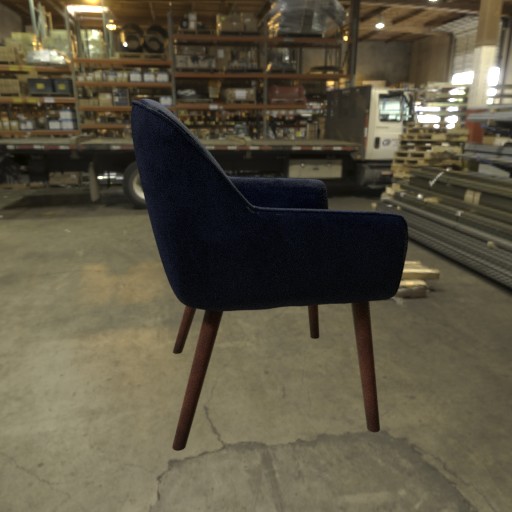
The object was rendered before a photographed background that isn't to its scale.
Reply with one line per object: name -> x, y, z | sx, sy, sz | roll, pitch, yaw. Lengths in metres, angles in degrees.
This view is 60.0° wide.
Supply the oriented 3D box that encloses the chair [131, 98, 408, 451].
chair -> 0.000, 0.000, 1.242 | 0.600, 0.820, 0.600 | -3, 18, -10
